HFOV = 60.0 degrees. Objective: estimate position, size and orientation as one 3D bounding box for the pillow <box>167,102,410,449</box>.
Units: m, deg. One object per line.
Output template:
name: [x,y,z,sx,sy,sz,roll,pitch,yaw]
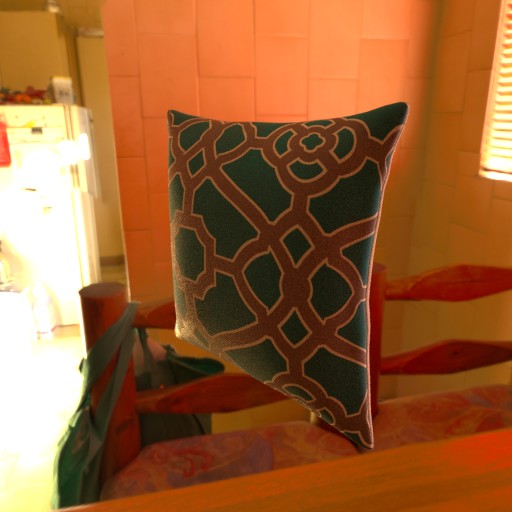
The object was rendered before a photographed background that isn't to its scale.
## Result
pillow: [0.000,0.000,0.791,0.166,0.507,0.526,-16,23,-42]
